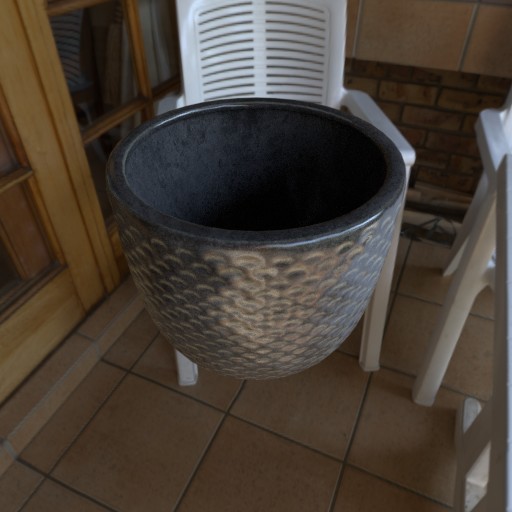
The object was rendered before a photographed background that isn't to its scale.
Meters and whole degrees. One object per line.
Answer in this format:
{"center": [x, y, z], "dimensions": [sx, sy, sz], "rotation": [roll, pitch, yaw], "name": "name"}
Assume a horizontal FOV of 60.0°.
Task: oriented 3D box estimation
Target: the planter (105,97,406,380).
{"center": [0.000, 0.000, 0.309], "dimensions": [0.172, 0.160, 0.172], "rotation": [0, 41, 0], "name": "planter"}
